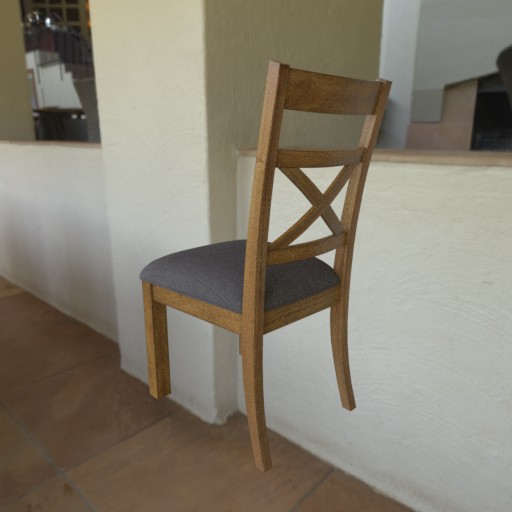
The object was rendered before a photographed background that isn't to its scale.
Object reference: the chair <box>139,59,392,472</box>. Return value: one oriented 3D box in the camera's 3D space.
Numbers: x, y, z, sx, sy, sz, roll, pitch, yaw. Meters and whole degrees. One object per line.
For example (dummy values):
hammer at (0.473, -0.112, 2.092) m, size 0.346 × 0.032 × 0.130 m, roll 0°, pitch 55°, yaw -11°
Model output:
chair at (0.000, 0.000, 1.279) m, size 0.470 × 0.949 × 0.581 m, roll -14°, pitch 20°, yaw -42°
